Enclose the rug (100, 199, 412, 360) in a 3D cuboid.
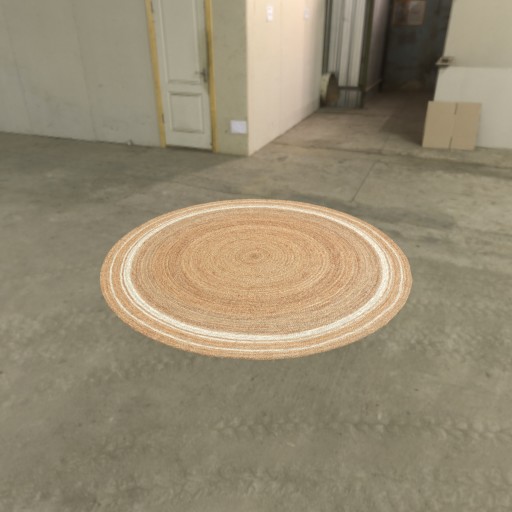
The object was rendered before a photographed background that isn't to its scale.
[{"bbox_3d":[0.000,0.000,3.635,2.444,0.015,2.444,0,29,0],"label":"rug"}]
